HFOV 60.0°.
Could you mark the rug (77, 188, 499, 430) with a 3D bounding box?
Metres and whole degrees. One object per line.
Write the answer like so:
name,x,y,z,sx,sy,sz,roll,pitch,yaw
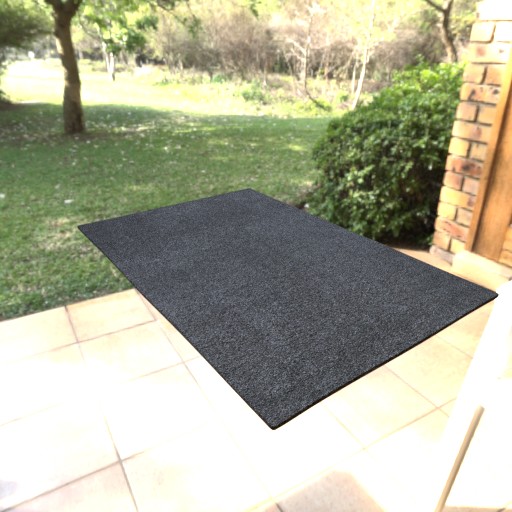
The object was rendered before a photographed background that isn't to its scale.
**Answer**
rug,0.000,0.000,3.268,1.802,0.026,2.699,-18,31,-32
